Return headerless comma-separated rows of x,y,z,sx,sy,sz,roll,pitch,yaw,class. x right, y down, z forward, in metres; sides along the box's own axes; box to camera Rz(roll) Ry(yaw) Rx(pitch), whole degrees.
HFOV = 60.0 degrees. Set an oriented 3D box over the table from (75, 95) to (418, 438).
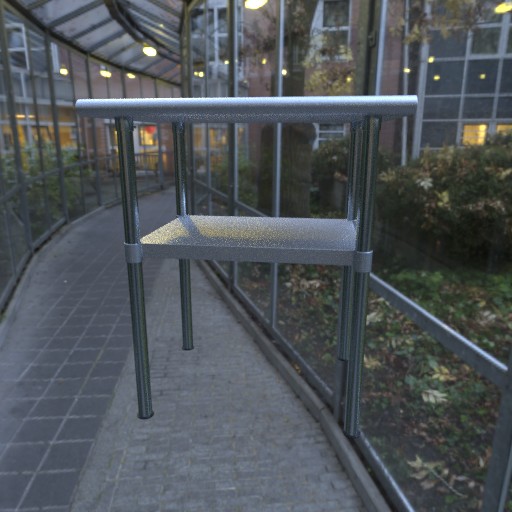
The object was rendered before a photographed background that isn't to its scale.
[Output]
0.000,0.000,1.361,0.762,0.876,0.584,2,15,8,table
